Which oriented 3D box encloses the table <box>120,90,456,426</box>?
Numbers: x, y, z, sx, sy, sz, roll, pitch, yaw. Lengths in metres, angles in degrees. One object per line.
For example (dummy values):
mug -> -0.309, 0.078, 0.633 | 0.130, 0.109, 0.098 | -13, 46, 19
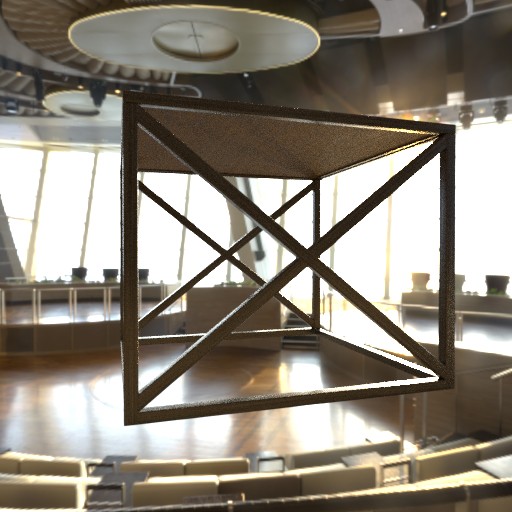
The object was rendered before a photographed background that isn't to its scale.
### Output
table -> 0.000, 0.000, 1.049 | 0.611, 0.507, 0.609 | 0, 1, -18
